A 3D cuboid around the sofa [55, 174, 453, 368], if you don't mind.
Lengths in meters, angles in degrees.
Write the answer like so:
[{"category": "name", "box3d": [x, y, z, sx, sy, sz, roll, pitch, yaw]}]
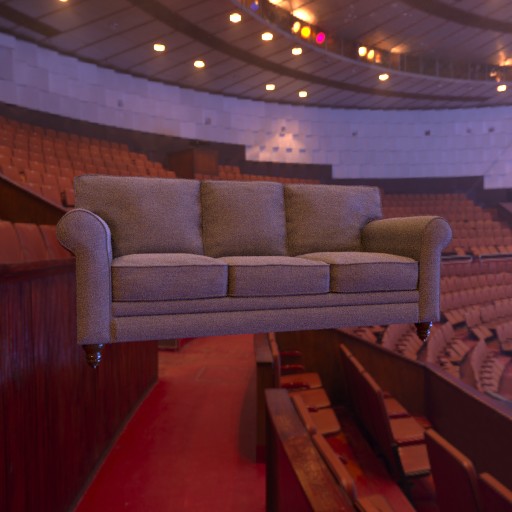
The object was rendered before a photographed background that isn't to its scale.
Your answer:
[{"category": "sofa", "box3d": [0.000, 0.000, 2.604, 2.084, 0.961, 0.916, -1, 2, -18]}]
